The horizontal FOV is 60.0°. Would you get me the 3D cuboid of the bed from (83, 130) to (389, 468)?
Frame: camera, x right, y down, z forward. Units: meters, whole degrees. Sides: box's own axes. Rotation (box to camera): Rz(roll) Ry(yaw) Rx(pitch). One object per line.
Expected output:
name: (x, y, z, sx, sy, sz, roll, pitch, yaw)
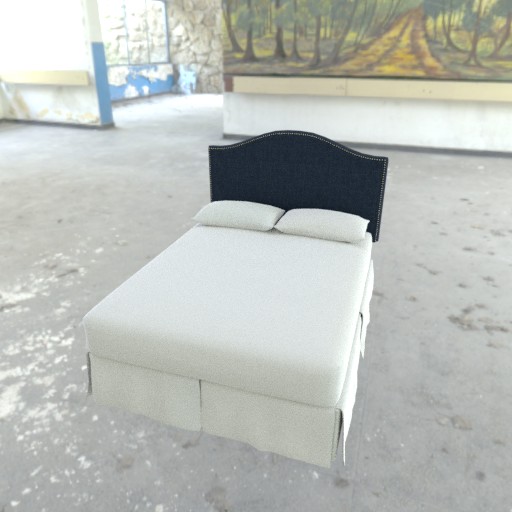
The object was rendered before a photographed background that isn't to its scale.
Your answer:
bed: (0.000, 0.000, 3.314, 1.725, 1.518, 2.153, 8, 26, 16)
